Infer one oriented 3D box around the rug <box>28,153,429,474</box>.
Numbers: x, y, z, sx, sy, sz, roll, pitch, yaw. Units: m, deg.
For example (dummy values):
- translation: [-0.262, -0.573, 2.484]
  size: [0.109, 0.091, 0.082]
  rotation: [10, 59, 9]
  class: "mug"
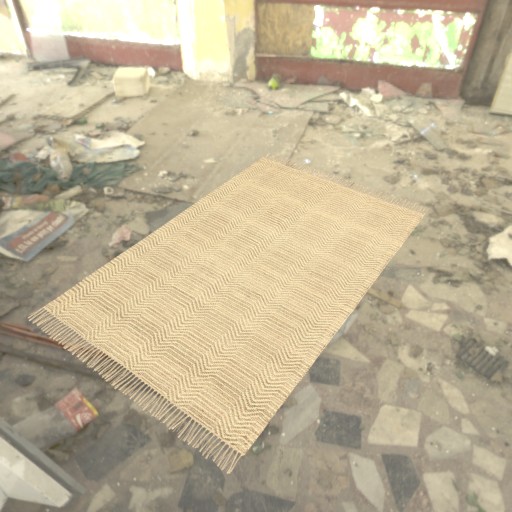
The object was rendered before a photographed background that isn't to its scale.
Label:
- translation: [0.000, 0.000, 2.430]
  size: [1.224, 0.027, 2.021]
  rotation: [26, 47, 26]
  class: "rug"
